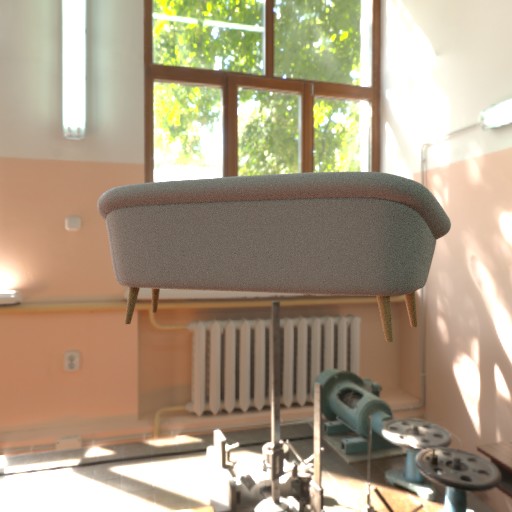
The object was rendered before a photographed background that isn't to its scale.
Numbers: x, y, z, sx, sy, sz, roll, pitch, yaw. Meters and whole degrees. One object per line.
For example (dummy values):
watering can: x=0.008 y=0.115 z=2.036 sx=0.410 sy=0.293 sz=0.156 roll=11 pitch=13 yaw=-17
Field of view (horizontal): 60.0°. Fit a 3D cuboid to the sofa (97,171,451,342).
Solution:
sofa: x=0.000 y=0.000 z=2.618 sx=2.160 sy=0.795 sz=0.827 roll=0 pitch=1 yaw=20
